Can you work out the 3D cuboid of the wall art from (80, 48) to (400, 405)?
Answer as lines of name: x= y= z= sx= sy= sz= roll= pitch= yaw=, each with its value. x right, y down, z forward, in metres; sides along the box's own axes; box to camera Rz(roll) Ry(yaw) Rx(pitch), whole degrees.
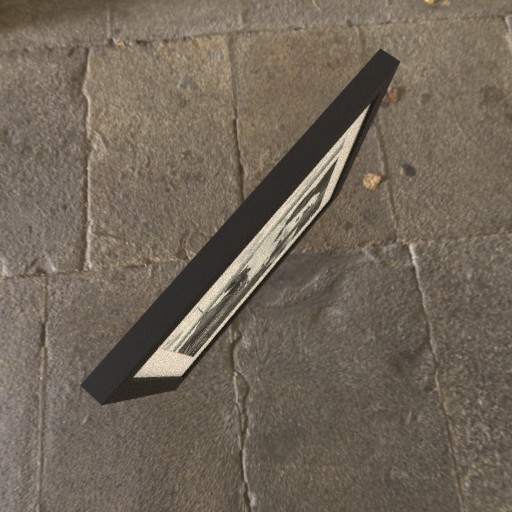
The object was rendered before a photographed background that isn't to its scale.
wall art: x=0.000 y=0.000 z=0.543 sx=0.024 sy=0.329 sz=0.404 roll=39 pitch=78 yaw=9
